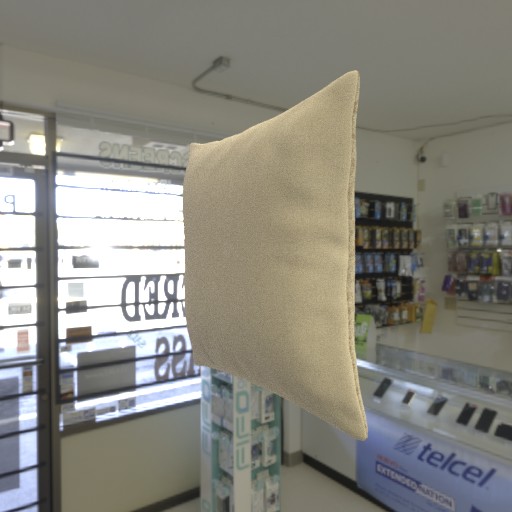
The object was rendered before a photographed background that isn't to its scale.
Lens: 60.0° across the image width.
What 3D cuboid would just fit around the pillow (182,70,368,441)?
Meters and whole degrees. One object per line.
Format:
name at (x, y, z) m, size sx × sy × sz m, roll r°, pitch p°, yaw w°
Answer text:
pillow at (0.000, 0.000, 0.813) m, size 0.166 × 0.510 × 0.523 m, roll -1°, pitch 1°, yaw -34°
